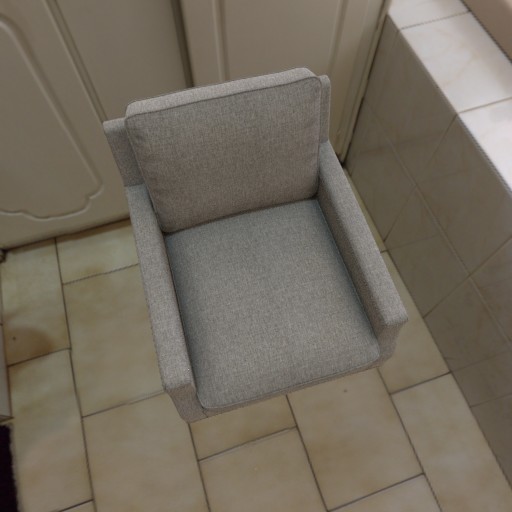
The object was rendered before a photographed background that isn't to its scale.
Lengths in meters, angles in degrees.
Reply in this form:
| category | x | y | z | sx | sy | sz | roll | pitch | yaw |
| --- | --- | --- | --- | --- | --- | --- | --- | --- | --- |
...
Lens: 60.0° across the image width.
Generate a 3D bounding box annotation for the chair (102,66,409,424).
| category | x | y | z | sx | sy | sz | roll | pitch | yaw |
| --- | --- | --- | --- | --- | --- | --- | --- | --- | --- |
| chair | 0.000 | 0.000 | 1.699 | 0.853 | 0.943 | 1.014 | -14 | 65 | -7 |
